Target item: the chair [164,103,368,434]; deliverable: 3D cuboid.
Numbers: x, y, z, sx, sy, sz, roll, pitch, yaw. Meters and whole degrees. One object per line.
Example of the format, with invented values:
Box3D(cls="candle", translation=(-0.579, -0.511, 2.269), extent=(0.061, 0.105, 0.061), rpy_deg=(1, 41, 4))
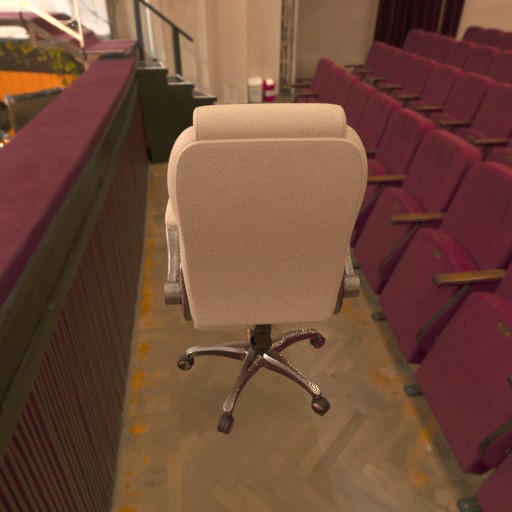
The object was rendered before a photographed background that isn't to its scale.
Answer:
Box3D(cls="chair", translation=(0.000, 0.000, 1.791), extent=(0.755, 1.330, 0.806), rpy_deg=(-2, 31, -3))
